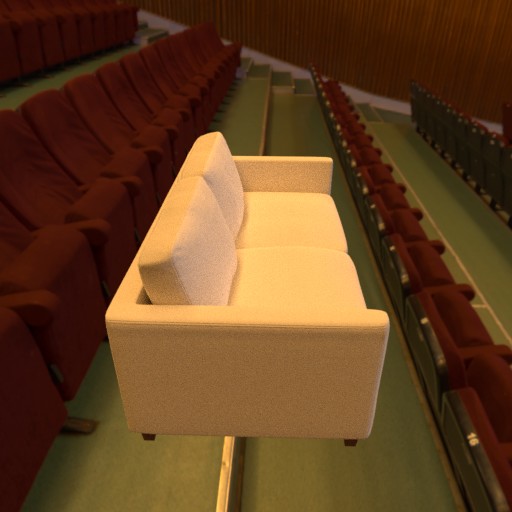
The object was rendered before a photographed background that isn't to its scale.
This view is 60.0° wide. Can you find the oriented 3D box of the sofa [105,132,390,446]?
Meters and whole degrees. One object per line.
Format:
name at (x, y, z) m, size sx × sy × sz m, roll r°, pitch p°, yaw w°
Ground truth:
sofa at (0.000, 0.000, 2.256) m, size 0.964 × 0.888 × 1.702 m, roll 1°, pitch 31°, yaw 2°
